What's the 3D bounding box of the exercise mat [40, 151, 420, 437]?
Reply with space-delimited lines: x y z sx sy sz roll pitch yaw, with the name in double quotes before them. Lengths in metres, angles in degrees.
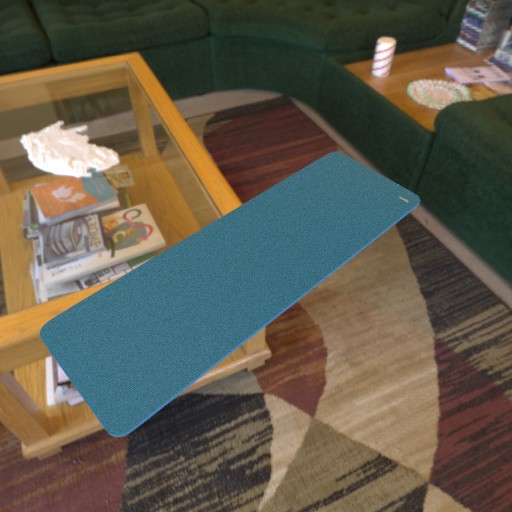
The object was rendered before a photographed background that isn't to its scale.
"exercise mat" 0.000 0.000 2.070 1.869 0.021 0.616 -34 56 -27
